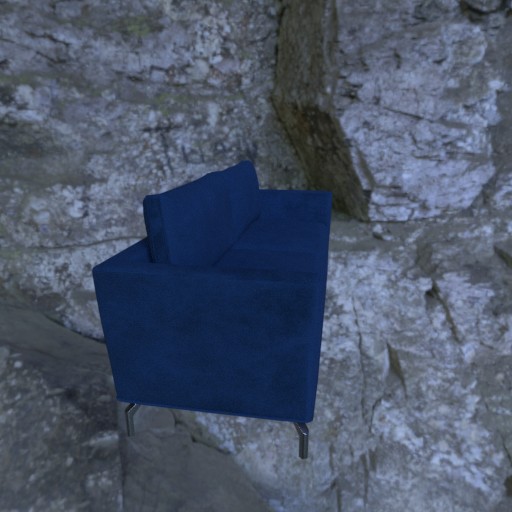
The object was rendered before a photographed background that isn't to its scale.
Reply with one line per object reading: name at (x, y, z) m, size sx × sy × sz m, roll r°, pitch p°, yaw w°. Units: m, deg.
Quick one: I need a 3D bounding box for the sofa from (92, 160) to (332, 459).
sofa at (0.000, 0.000, 2.671) m, size 0.853 × 0.998 × 2.212 m, roll 3°, pitch 17°, yaw 10°
